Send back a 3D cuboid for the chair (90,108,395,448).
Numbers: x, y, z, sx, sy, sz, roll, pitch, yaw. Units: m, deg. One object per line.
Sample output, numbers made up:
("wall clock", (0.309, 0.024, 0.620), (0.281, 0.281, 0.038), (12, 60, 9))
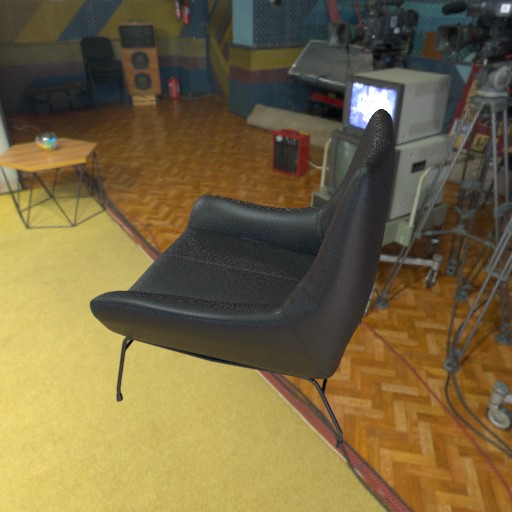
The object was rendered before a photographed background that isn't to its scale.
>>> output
("chair", (0.000, 0.000, 1.545), (0.826, 0.922, 0.836), (9, 32, 14))
